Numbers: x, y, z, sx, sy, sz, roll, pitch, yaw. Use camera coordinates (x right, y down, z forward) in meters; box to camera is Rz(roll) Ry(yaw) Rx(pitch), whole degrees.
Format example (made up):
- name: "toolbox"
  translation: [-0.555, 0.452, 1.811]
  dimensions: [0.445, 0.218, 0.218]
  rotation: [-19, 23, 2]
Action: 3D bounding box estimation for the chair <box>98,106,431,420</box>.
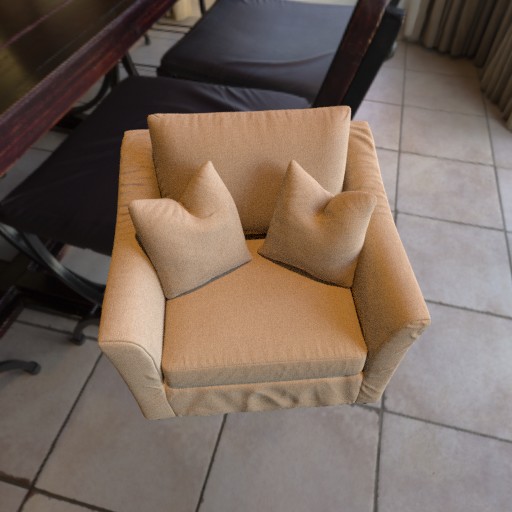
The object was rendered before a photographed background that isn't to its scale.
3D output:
- name: "chair"
  translation: [0.000, 0.000, 2.032]
  dimensions: [1.194, 1.093, 1.071]
  rotation: [-3, 49, -3]
